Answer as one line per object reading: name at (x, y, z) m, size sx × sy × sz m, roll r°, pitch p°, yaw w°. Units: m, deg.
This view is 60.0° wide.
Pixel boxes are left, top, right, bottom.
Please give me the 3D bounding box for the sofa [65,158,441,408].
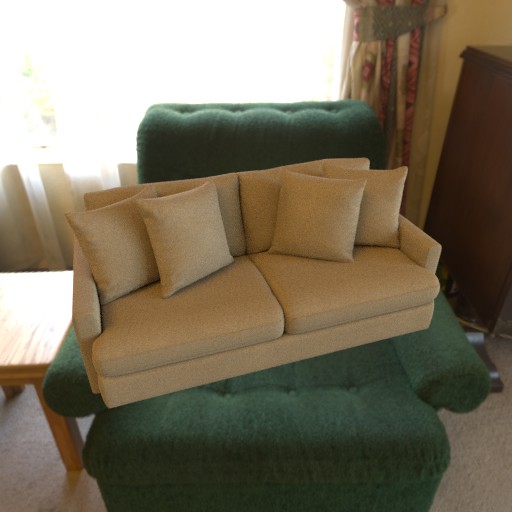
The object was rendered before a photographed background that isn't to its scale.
sofa at (0.000, 0.000, 3.093) m, size 2.380 × 1.084 × 1.228 m, roll -10°, pitch 34°, yaw -15°
